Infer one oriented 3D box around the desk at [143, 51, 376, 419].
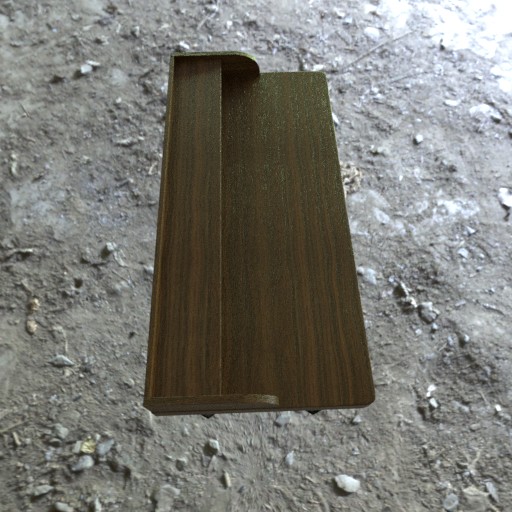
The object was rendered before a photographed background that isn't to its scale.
[{"bbox_3d":[0.000,0.000,1.674,0.565,0.854,1.200,-2,63,-1],"label":"desk"}]
